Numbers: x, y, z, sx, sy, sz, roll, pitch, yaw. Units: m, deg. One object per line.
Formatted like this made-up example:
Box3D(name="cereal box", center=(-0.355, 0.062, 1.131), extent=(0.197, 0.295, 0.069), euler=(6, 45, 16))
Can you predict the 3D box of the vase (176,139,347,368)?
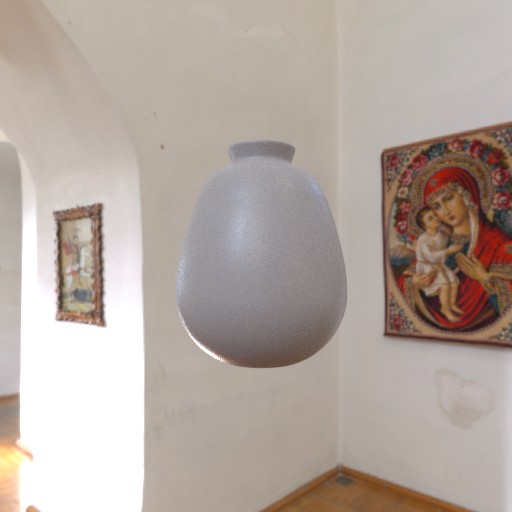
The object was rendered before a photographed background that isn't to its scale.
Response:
Box3D(name="vase", center=(0.000, 0.000, 0.356), extent=(0.097, 0.122, 0.297), euler=(0, -1, -2))
